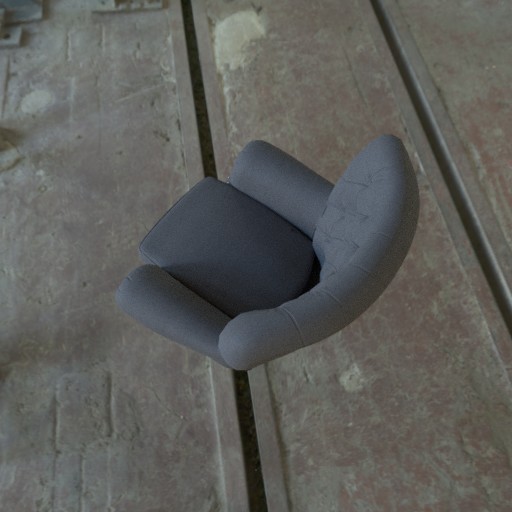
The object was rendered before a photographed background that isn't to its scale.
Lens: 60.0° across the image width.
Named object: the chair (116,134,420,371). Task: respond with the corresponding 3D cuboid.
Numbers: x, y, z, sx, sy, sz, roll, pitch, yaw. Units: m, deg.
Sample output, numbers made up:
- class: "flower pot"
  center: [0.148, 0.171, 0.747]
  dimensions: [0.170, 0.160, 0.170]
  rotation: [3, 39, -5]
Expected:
- class: "chair"
  center: [0.000, 0.000, 1.815]
  dimensions: [0.983, 1.046, 0.983]
  rotation: [33, 69, 15]
